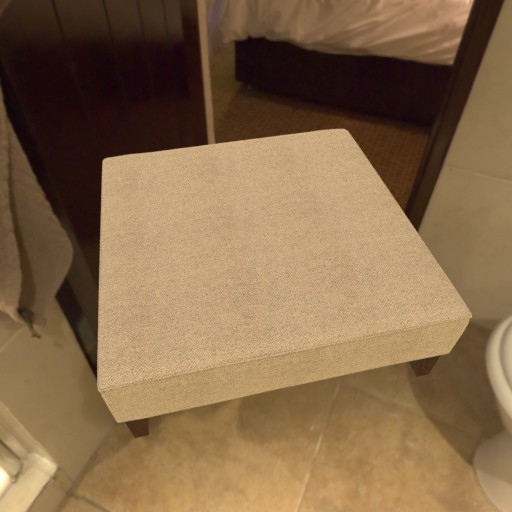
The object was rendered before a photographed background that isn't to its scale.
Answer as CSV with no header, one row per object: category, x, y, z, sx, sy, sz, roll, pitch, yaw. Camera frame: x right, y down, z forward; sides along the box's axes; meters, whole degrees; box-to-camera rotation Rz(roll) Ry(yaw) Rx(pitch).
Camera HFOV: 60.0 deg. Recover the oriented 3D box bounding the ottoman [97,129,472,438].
ottoman,0.000,0.000,1.528,0.982,0.381,0.973,-9,47,-9
